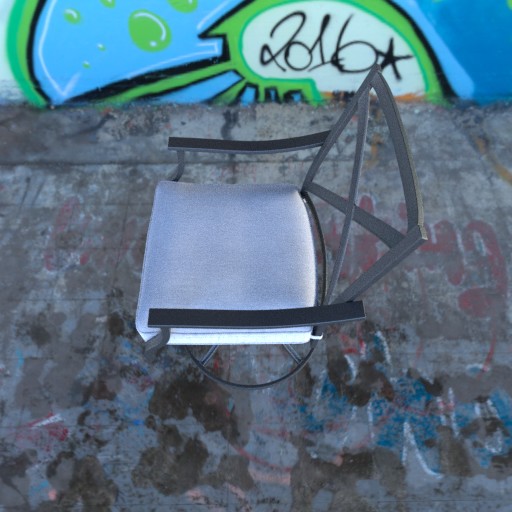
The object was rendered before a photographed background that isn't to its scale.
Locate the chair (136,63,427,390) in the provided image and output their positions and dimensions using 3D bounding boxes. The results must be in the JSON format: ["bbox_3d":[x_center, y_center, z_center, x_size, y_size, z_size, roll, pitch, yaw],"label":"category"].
[{"bbox_3d":[0.000,0.000,1.269,0.620,0.889,0.575,-1,58,-1],"label":"chair"}]
